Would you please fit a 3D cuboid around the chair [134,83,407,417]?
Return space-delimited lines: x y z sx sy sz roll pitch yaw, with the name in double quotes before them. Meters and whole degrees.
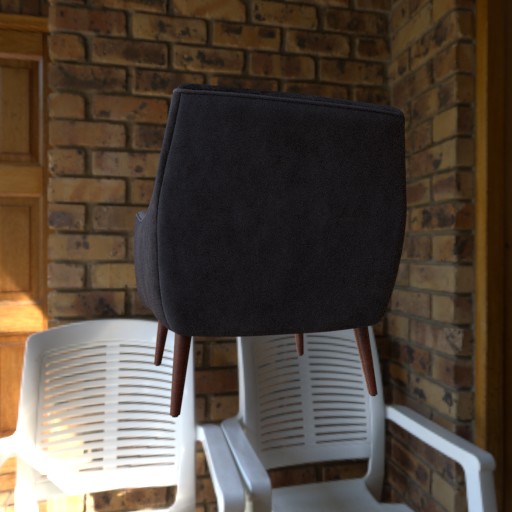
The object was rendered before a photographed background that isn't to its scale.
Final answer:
"chair" 0.000 0.000 1.466 0.762 0.838 0.787 0 0 -17
